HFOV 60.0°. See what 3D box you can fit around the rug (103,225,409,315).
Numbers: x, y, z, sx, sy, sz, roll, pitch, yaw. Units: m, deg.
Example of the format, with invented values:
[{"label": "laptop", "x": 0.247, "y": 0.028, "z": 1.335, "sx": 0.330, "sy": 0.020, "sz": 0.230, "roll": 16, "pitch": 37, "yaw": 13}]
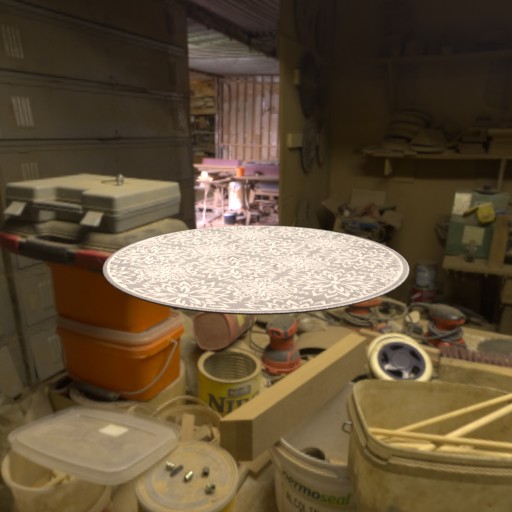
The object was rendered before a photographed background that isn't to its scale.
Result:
[{"label": "rug", "x": 0.000, "y": 0.000, "z": 2.426, "sx": 1.593, "sy": 0.012, "sz": 1.593, "roll": 0, "pitch": 16, "yaw": 0}]
